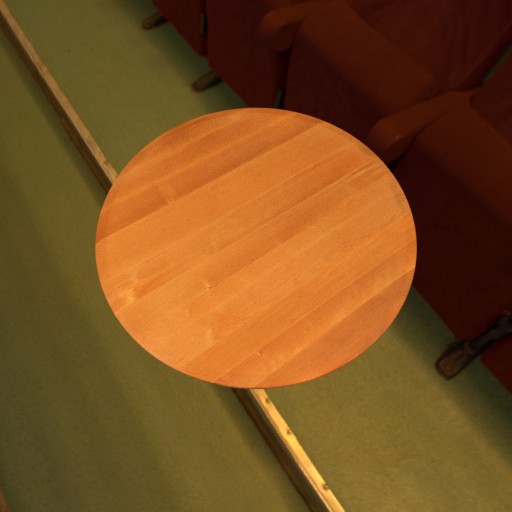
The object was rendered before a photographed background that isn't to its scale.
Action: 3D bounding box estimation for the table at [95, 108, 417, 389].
[{"bbox_3d":[0.000,0.000,1.430,0.900,0.400,0.900,0,63,0],"label":"table"}]
